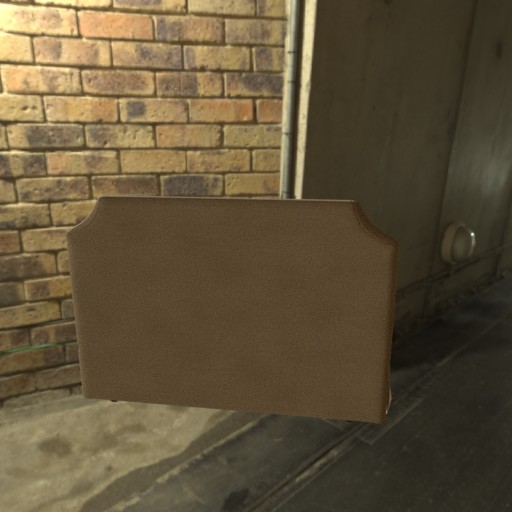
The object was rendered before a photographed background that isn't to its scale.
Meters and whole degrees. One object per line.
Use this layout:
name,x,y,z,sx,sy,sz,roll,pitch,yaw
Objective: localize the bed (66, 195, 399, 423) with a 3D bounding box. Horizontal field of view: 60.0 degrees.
bed,0.000,0.000,3.640,1.977,1.293,2.498,2,16,8
